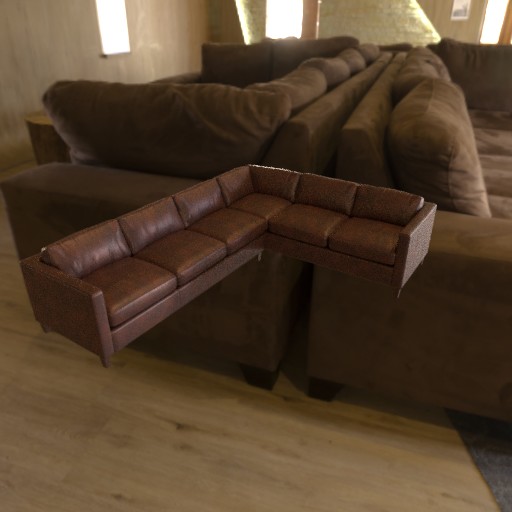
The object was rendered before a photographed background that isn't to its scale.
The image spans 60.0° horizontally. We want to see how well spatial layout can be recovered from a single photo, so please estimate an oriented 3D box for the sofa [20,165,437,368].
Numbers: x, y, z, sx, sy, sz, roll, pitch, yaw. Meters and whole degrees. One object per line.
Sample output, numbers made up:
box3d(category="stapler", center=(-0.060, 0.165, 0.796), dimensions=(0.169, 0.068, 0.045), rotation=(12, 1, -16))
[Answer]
box3d(category="sofa", center=(0.000, 0.000, 4.192), dimensions=(2.438, 0.836, 3.152), rotation=(17, 32, 30))
